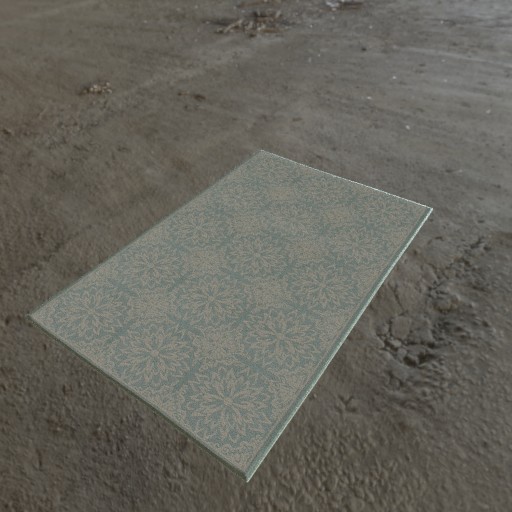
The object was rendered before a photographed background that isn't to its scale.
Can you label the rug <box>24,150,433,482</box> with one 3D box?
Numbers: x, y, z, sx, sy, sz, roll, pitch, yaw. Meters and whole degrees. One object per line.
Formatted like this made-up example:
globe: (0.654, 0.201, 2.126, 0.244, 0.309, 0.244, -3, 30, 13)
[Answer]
rug: (0.000, 0.000, 2.259, 1.219, 0.012, 1.840, 25, 48, 25)
